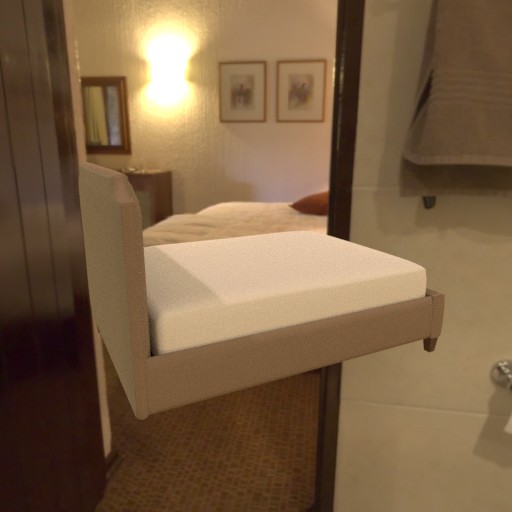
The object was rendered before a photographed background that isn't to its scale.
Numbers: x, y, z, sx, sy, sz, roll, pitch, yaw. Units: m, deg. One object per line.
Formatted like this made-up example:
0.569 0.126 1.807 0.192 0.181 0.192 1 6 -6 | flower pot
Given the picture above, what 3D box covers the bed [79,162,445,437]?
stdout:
0.000 0.000 3.478 2.372 1.443 1.713 -7 16 -26 | bed
